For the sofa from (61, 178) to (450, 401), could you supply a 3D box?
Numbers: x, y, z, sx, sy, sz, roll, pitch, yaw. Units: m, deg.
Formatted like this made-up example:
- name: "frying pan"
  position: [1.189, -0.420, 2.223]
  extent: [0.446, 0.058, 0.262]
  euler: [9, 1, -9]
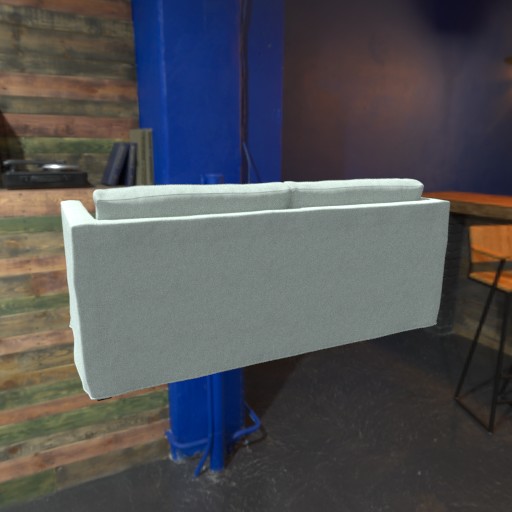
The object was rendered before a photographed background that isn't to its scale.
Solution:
- name: "sofa"
  position: [0.000, 0.000, 2.504]
  extent: [1.987, 0.870, 0.940]
  euler: [-6, 15, -25]
